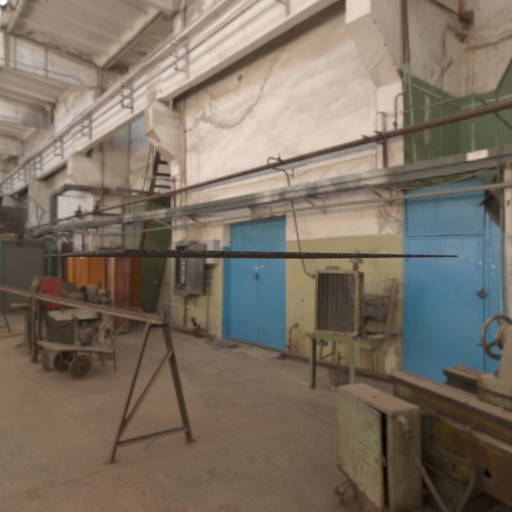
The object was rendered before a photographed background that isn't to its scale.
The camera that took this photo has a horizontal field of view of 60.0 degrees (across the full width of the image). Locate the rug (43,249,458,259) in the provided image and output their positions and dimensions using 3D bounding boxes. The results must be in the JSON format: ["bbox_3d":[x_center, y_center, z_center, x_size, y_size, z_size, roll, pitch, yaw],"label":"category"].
[{"bbox_3d":[0.000,0.000,2.221,1.754,0.010,1.139,1,-1,-36],"label":"rug"}]
